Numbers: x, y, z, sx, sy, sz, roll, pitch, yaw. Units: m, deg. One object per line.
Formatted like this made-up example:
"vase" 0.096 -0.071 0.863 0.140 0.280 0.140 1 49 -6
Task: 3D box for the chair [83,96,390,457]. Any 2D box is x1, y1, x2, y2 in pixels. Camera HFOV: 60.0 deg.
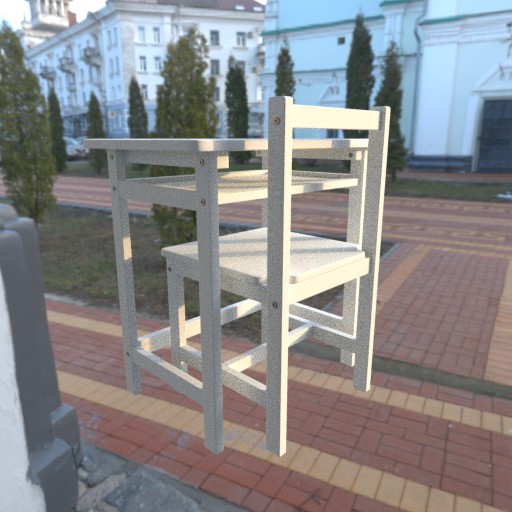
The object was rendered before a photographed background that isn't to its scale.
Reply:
"chair" 0.000 0.000 1.059 0.461 0.673 0.599 14 20 42
